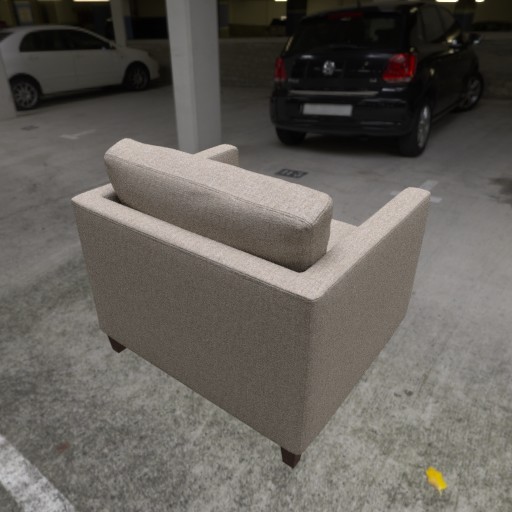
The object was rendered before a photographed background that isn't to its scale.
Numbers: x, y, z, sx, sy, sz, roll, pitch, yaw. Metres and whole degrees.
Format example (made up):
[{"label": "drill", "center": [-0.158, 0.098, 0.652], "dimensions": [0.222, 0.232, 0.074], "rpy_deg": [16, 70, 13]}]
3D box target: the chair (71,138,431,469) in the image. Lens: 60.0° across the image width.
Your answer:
[{"label": "chair", "center": [0.000, 0.000, 1.857], "dimensions": [1.107, 0.961, 0.959], "rpy_deg": [21, 36, 31]}]
